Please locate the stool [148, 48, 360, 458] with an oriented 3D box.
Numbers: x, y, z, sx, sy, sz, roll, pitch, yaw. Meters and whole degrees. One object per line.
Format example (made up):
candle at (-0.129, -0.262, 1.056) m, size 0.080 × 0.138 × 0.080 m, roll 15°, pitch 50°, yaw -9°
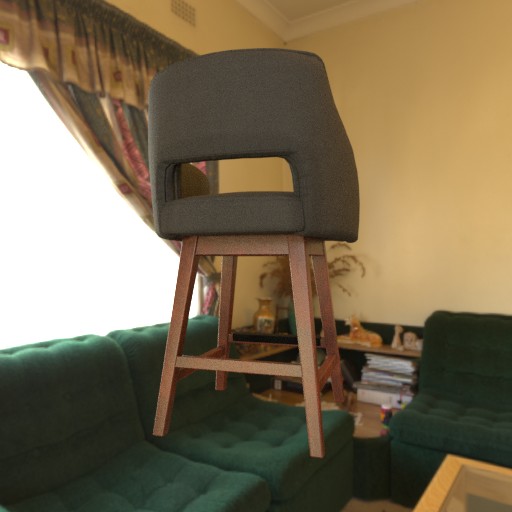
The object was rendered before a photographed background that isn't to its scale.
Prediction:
stool at (0.000, 0.000, 1.237) m, size 0.548 × 0.912 × 0.558 m, roll 0°, pitch 0°, yaw 18°
